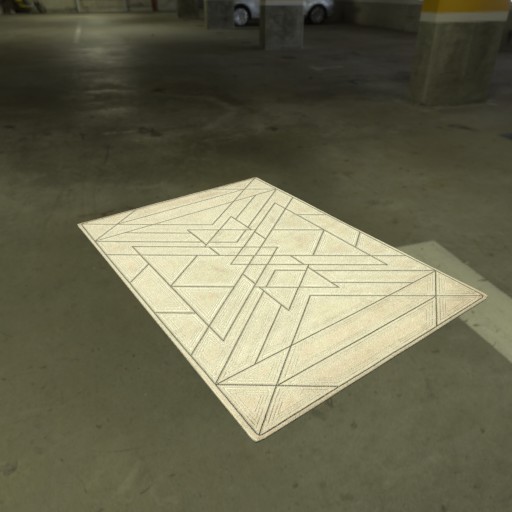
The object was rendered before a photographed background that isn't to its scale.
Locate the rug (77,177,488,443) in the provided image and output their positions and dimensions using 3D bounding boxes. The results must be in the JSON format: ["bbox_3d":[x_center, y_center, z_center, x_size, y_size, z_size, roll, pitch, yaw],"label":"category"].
[{"bbox_3d":[0.000,0.000,4.313,2.436,0.026,3.381,-20,37,-30],"label":"rug"}]
